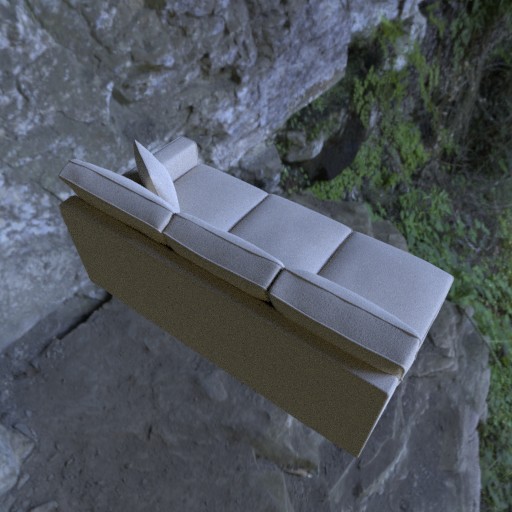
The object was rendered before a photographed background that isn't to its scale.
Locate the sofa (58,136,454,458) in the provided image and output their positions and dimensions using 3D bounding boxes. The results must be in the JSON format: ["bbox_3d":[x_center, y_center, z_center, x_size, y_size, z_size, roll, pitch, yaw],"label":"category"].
[{"bbox_3d":[0.000,0.000,2.500,1.963,0.946,1.034,28,53,23],"label":"sofa"}]
